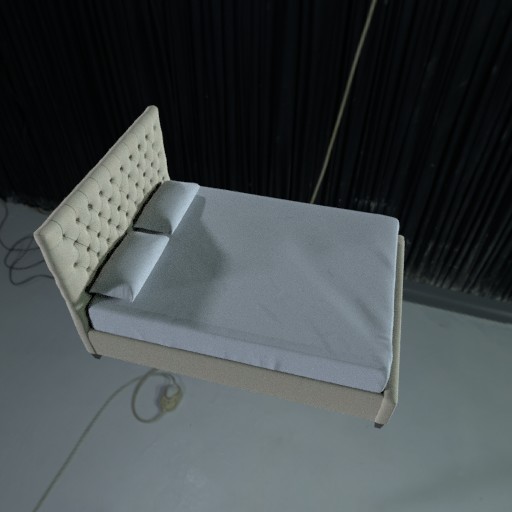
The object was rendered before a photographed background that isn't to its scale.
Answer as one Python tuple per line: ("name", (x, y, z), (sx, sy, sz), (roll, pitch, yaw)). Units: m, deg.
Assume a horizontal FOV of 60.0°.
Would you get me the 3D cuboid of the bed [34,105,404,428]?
("bed", (0.000, 0.000, 3.508), (2.387, 1.427, 1.698), (11, 47, 10))
